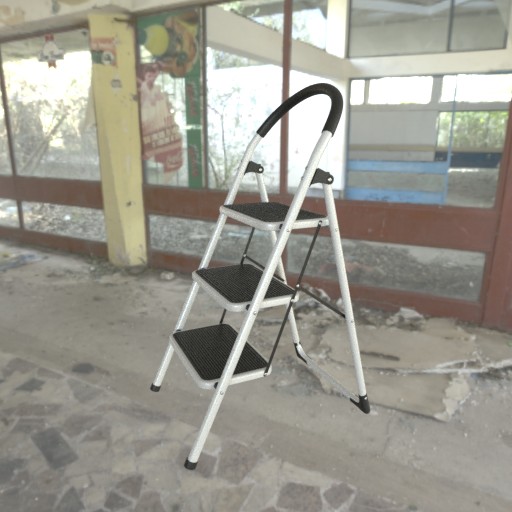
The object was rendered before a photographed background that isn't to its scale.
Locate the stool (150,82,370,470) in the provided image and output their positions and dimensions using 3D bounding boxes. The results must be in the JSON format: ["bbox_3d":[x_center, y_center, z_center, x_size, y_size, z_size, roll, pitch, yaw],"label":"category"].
[{"bbox_3d":[0.000,0.000,1.488,0.676,1.109,0.485,-7,16,-24],"label":"stool"}]
